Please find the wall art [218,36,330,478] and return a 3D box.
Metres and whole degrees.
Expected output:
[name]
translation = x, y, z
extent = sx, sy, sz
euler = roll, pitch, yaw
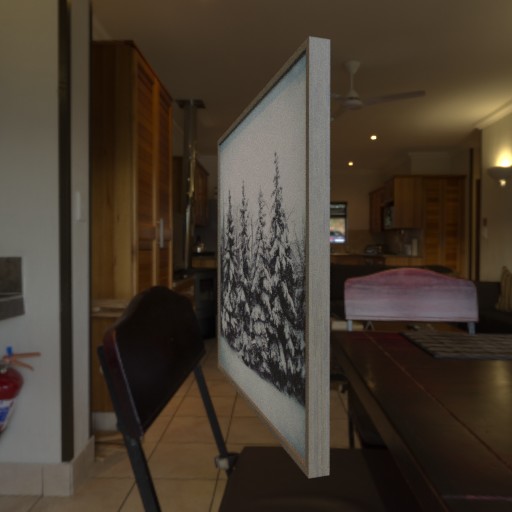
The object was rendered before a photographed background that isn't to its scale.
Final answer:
[wall art]
translation = 0.000, 0.000, 1.128
extent = 0.039, 0.758, 0.758
euler = 0, 1, -17
